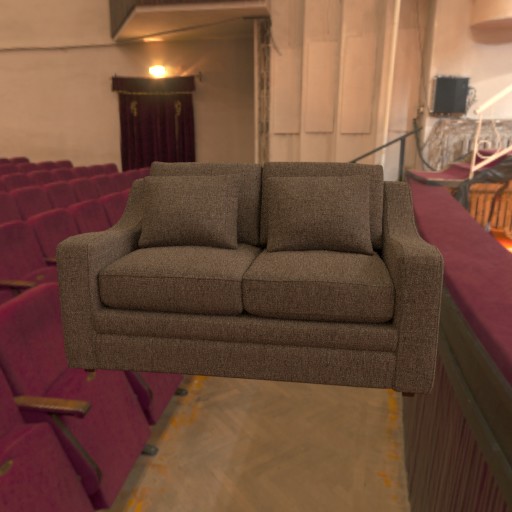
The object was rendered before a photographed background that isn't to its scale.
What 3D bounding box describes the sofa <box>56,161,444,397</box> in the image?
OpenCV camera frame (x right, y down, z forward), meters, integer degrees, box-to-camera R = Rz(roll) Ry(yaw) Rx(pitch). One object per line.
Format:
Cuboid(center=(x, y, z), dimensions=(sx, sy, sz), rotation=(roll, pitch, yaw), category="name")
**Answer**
Cuboid(center=(0.000, 0.000, 2.441), dimensions=(1.778, 0.991, 1.120), rotation=(2, 15, 8), category="sofa")
